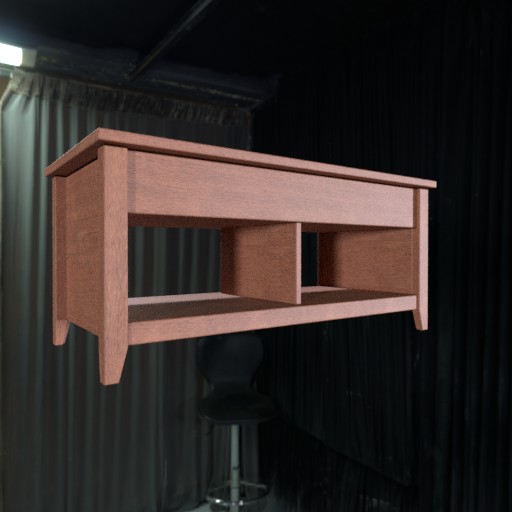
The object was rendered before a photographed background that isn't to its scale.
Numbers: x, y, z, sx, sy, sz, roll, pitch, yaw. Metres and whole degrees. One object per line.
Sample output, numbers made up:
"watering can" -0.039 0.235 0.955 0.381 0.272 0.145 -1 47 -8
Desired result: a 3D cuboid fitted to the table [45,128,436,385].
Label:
"table" 0.000 0.000 1.262 1.016 0.457 0.483 0 1 -36
